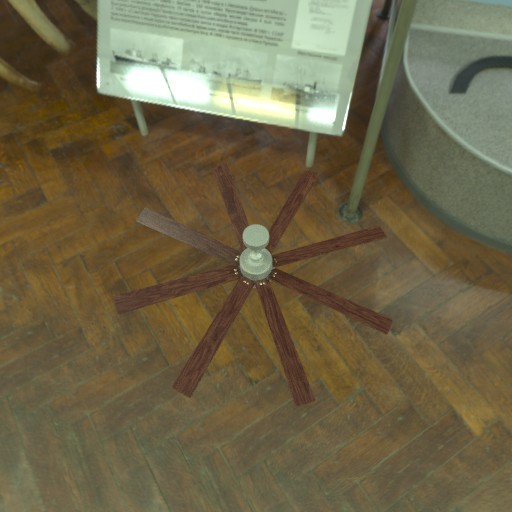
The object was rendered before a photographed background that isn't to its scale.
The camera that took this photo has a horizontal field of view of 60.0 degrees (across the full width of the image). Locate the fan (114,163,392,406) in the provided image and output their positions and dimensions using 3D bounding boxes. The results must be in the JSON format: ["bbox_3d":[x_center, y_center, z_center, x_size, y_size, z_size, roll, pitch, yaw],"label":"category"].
[{"bbox_3d":[0.000,0.000,2.781,1.830,0.472,1.830,-15,60,-9],"label":"fan"}]
